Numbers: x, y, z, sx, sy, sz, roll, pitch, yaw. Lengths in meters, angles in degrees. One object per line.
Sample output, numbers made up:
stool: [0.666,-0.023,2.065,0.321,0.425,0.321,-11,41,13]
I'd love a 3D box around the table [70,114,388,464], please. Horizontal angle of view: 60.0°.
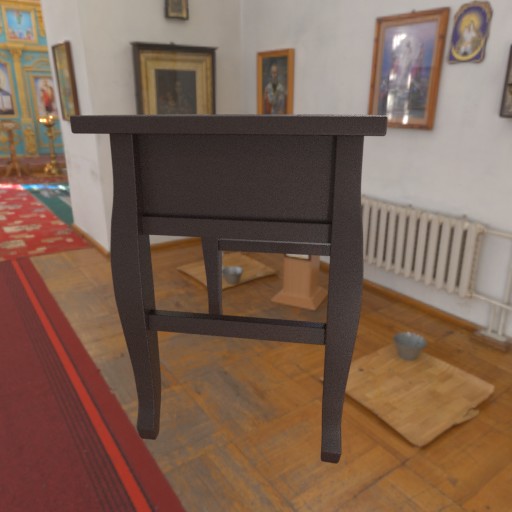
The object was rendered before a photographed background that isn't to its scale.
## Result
table: [0.000,0.000,0.996,0.460,0.605,0.602,3,18,10]
